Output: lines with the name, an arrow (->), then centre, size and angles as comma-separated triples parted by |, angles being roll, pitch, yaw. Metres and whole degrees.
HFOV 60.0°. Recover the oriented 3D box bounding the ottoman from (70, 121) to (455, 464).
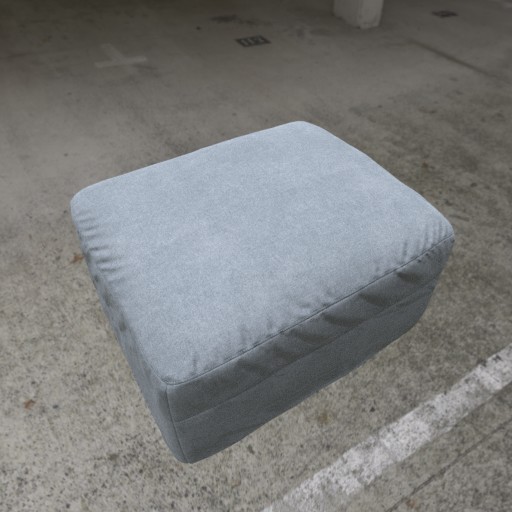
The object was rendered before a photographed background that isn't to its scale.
ottoman -> 0.000, 0.000, 1.238 | 0.837, 0.481, 0.683 | -24, 50, -22
